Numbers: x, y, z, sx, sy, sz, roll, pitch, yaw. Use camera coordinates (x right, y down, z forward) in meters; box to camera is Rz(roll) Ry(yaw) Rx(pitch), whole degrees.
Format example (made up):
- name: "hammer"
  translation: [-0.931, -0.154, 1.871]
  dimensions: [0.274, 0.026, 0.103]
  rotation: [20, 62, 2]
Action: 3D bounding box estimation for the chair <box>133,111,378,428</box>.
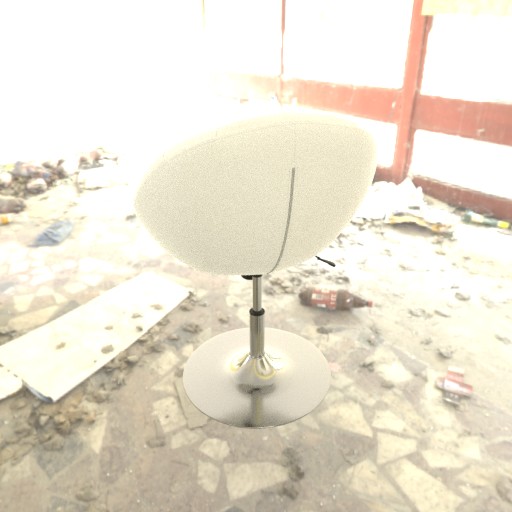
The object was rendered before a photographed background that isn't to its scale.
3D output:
- name: "chair"
  translation: [0.000, 0.000, 1.869]
  dimensions: [0.940, 1.261, 0.736]
  rotation: [-9, 28, -16]
